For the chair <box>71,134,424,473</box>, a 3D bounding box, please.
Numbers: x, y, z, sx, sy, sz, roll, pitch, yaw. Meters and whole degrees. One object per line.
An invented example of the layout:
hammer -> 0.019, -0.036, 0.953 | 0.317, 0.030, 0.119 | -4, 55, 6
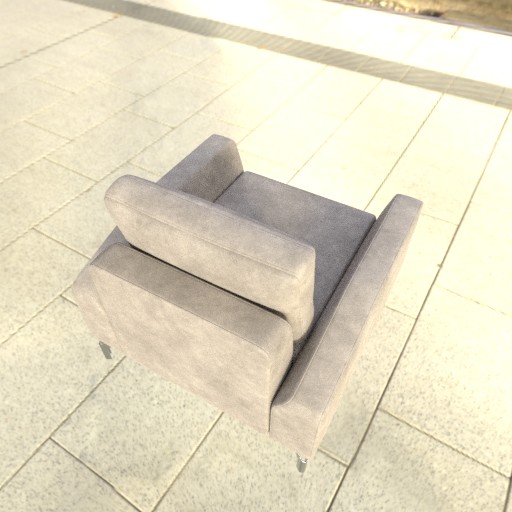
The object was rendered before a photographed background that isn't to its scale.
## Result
chair -> 0.000, 0.000, 1.559 | 0.900, 0.800, 0.900 | 23, 51, 20
